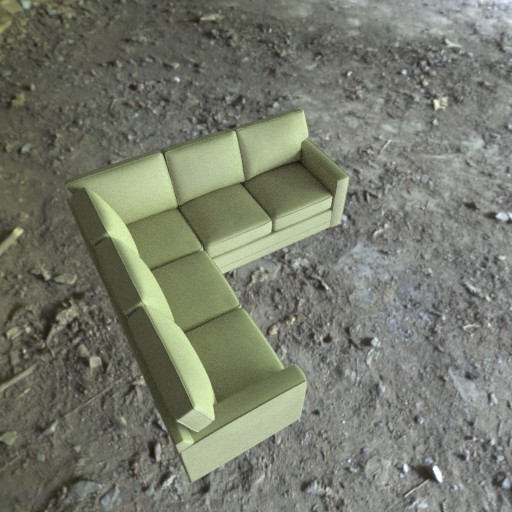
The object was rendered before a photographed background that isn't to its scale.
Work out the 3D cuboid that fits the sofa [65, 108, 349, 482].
[{"bbox_3d":[0.000,0.000,3.381,2.189,0.939,2.182,-23,53,-19],"label":"sofa"}]
